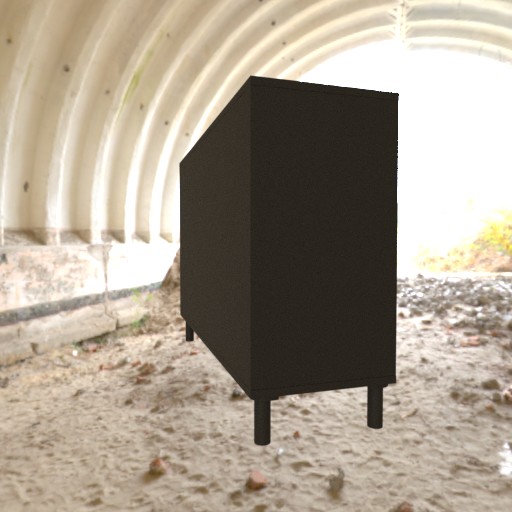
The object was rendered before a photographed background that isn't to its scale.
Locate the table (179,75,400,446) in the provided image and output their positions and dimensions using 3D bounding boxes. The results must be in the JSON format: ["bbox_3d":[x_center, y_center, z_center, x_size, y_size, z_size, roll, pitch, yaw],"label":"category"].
[{"bbox_3d":[0.000,0.000,1.638,0.400,0.855,1.200,-1,2,-17],"label":"table"}]
